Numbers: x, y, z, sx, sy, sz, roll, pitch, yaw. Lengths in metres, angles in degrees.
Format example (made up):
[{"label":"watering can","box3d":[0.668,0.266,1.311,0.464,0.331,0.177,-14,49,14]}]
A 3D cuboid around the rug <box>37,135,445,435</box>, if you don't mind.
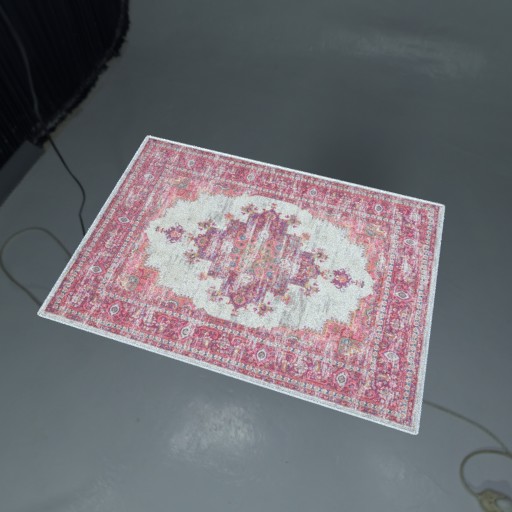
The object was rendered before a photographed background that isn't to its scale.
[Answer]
[{"label":"rug","box3d":[0.000,0.000,2.217,1.747,0.011,1.217,15,60,9]}]
